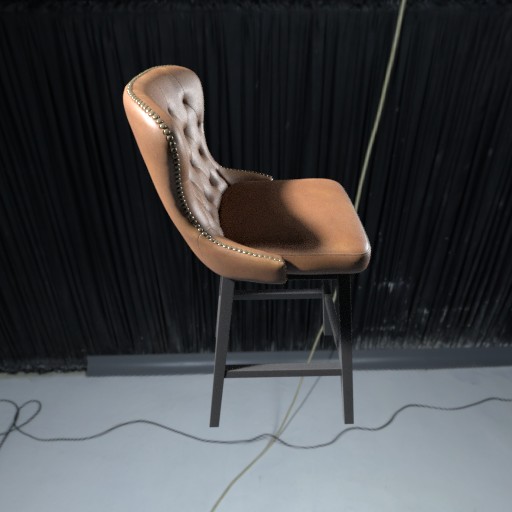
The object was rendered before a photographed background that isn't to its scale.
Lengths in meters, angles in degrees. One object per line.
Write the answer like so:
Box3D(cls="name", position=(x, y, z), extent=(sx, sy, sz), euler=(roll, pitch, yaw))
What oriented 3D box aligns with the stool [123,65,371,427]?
Box3D(cls="stool", position=(0.000, 0.000, 1.277), extent=(0.593, 0.971, 0.528), euler=(-1, 33, -1))
